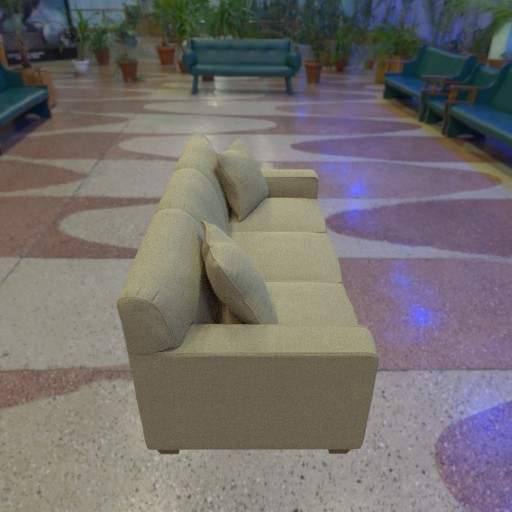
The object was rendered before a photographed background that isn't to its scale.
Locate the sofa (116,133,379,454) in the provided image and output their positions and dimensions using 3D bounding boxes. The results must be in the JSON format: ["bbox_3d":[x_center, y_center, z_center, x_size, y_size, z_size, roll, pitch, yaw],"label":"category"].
[{"bbox_3d":[0.000,0.000,2.598,0.997,0.958,2.024,0,31,0],"label":"sofa"}]
